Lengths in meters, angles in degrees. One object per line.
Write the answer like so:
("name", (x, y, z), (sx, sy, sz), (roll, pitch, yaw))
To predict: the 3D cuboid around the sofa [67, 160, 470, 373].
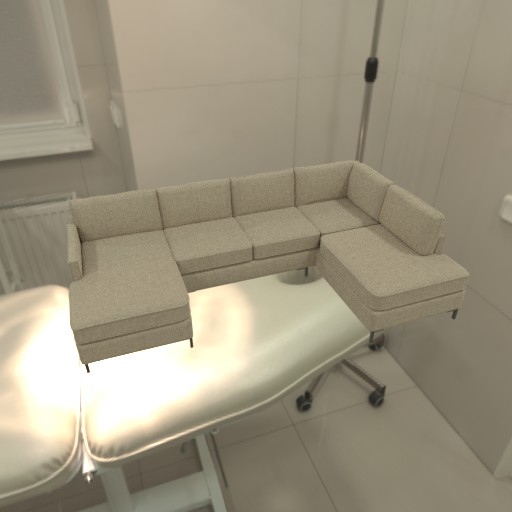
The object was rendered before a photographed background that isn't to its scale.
("sofa", (0.000, 0.000, 4.307), (3.423, 0.996, 2.021), (-11, 34, -17))
